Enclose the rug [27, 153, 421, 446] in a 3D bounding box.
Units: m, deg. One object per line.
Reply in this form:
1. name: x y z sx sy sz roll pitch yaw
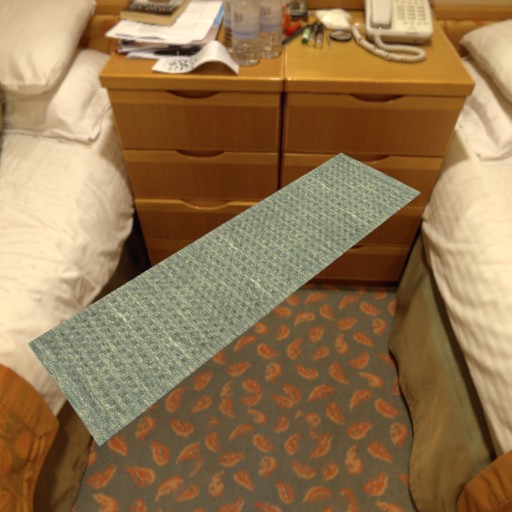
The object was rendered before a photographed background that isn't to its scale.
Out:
1. rug: 0.000 0.000 2.585 2.443 0.008 0.688 -34 55 -29
